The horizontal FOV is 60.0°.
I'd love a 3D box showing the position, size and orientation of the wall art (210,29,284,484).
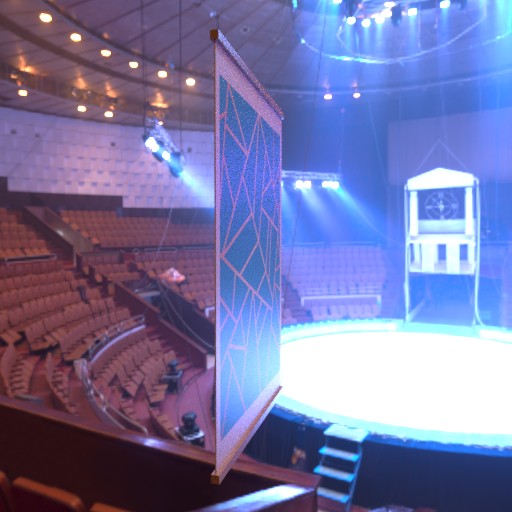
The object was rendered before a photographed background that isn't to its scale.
[{"bbox_3d":[0.000,0.000,1.957,0.030,1.519,0.990,0,2,16],"label":"wall art"}]
